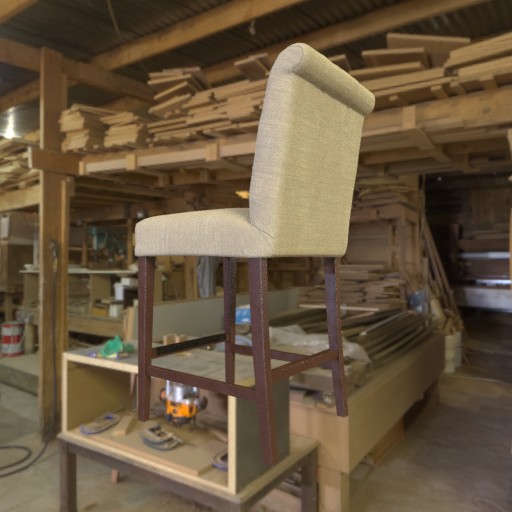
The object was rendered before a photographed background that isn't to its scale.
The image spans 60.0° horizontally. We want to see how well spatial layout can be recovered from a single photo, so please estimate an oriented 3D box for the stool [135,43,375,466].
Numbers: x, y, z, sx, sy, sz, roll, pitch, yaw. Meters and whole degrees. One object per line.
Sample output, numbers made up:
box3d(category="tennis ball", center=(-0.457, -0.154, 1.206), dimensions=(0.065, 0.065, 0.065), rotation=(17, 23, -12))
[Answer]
box3d(category="stool", center=(0.000, 0.000, 1.460), dimensions=(0.660, 1.084, 0.486), rotation=(0, 0, 37))
